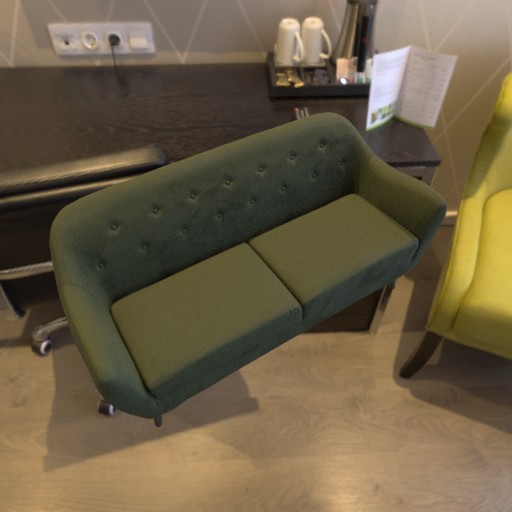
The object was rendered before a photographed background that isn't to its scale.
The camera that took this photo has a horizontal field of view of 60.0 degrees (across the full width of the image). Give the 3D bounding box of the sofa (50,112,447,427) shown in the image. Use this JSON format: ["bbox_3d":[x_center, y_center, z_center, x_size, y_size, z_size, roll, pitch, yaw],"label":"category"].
[{"bbox_3d":[0.000,0.000,2.247,1.840,0.836,0.820,-25,52,-22],"label":"sofa"}]
